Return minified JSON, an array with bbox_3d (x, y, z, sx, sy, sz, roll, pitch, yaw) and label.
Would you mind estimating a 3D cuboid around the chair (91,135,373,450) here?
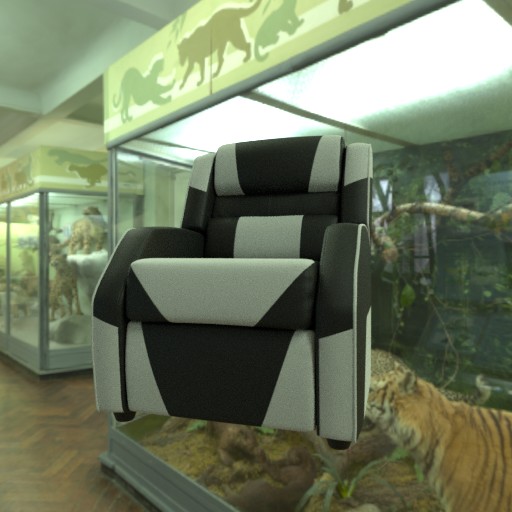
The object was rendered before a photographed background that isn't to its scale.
[{"bbox_3d":[0.000,0.000,1.257,0.620,0.805,0.672,0,0,17],"label":"chair"}]
